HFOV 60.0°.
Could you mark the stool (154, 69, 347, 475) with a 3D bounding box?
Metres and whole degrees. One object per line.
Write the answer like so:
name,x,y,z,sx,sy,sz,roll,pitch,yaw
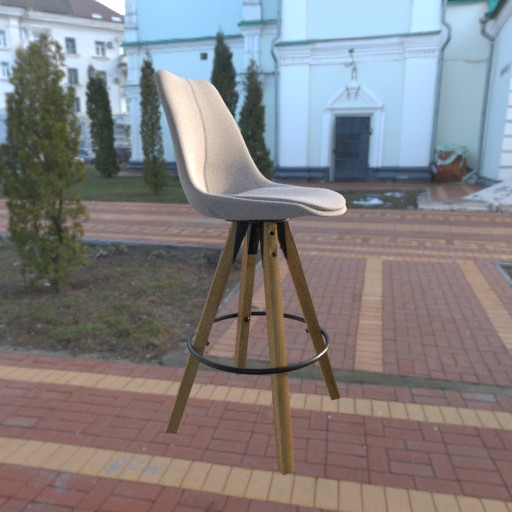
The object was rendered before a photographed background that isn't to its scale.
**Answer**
stool,0.000,0.000,1.406,0.550,1.115,0.484,7,15,27
